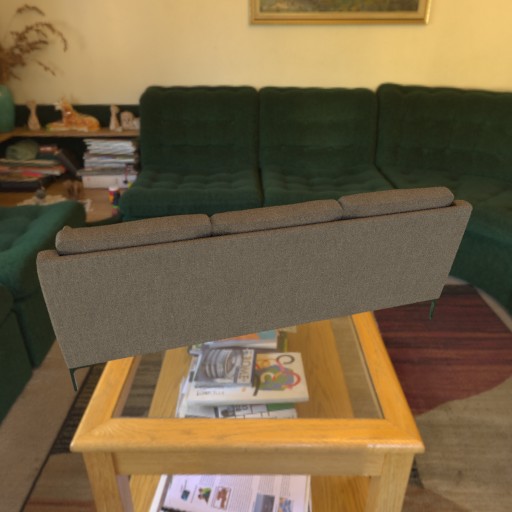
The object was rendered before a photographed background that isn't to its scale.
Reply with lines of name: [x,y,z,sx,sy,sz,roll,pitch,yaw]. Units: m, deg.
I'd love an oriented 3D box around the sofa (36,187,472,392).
sofa: [0.000,0.000,2.470,2.060,0.837,0.849,-8,28,-15]
